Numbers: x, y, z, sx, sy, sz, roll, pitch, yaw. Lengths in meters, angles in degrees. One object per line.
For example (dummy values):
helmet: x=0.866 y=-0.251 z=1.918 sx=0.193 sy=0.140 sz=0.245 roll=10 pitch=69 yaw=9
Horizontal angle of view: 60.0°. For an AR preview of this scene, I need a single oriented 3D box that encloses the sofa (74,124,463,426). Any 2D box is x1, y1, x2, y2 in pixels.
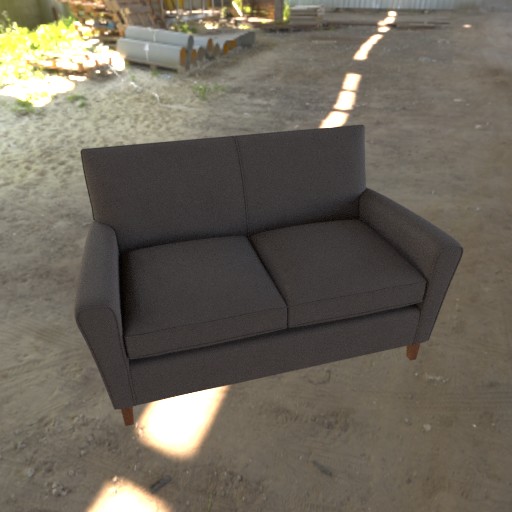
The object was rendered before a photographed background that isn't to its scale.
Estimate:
sofa: x=0.000 y=0.000 z=1.966 sx=1.420 sy=0.846 sz=0.871 roll=-9 pitch=34 yaw=-13
